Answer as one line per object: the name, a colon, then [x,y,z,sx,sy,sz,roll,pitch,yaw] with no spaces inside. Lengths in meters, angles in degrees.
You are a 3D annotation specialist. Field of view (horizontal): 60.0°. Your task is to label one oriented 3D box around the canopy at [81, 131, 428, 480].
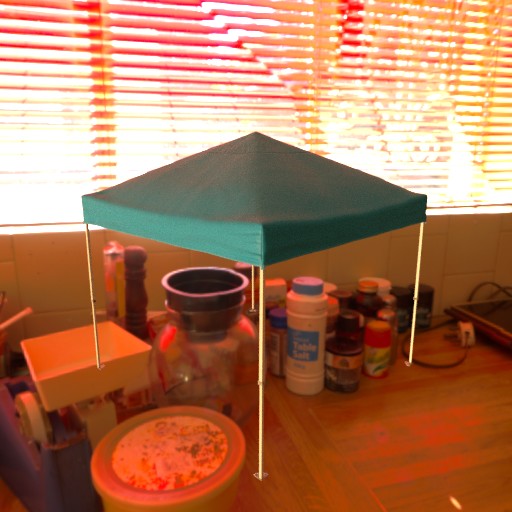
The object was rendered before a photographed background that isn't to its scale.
canopy: [0.000,0.000,5.529,2.998,2.997,2.996,13,19,42]
